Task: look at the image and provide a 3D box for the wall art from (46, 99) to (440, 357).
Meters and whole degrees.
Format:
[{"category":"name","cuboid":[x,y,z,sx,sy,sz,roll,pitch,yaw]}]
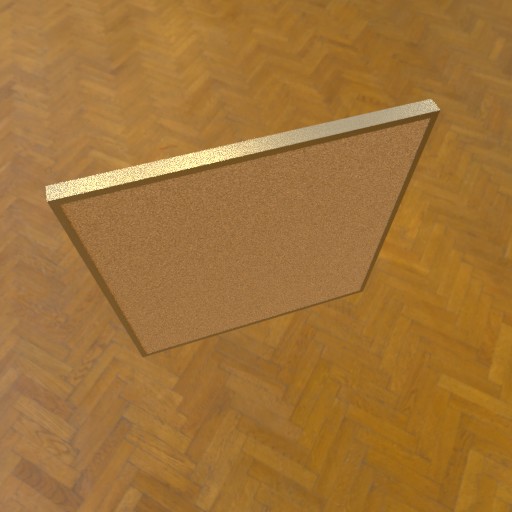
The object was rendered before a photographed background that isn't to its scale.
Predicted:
[{"category":"wall art","cuboid":[0.000,0.000,1.217,0.806,0.806,0.038,-15,58,-10]}]
